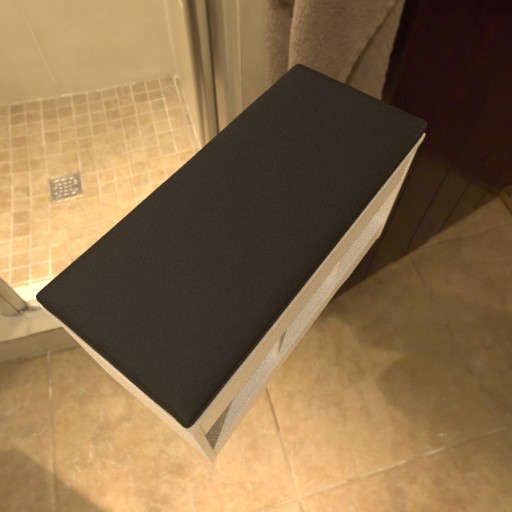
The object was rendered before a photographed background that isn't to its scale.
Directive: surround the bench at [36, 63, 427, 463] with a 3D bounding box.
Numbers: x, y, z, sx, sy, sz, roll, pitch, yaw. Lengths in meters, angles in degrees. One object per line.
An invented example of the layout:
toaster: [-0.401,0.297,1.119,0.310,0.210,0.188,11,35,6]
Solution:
bench: [0.000,0.000,1.174,0.401,0.500,0.899,33,64,18]
